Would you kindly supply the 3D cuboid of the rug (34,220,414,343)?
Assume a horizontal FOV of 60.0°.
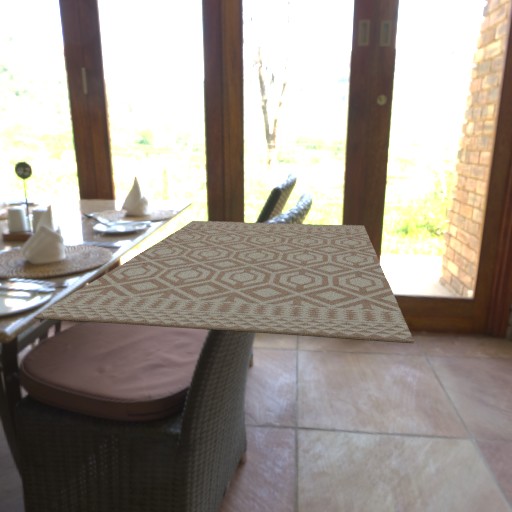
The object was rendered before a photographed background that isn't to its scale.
[{"bbox_3d":[0.000,0.000,2.261,1.219,0.008,1.829,2,15,8],"label":"rug"}]
